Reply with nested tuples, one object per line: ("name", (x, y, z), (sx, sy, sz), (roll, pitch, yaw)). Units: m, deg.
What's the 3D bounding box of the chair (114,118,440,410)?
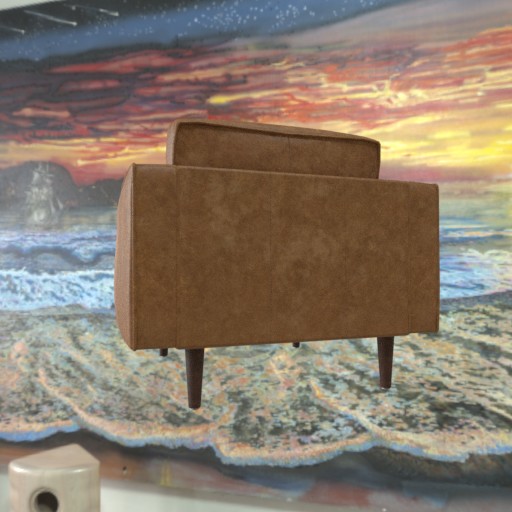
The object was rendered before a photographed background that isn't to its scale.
("chair", (0.000, 0.000, 1.520), (0.928, 0.767, 0.798), (0, -1, -18))
